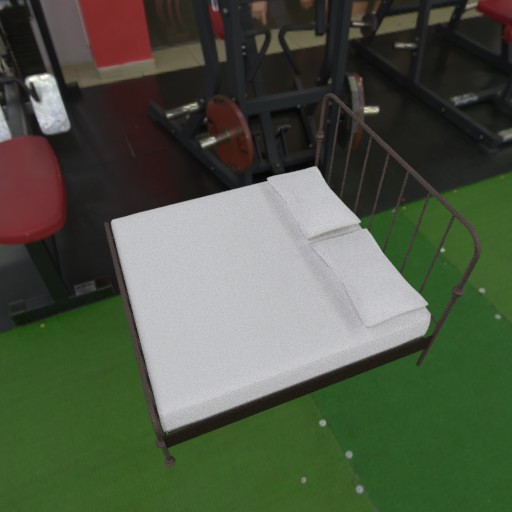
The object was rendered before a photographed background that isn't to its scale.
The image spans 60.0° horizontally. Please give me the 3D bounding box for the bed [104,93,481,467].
[{"bbox_3d":[0.000,0.000,3.435,2.134,1.446,2.044,-16,49,-14],"label":"bed"}]
